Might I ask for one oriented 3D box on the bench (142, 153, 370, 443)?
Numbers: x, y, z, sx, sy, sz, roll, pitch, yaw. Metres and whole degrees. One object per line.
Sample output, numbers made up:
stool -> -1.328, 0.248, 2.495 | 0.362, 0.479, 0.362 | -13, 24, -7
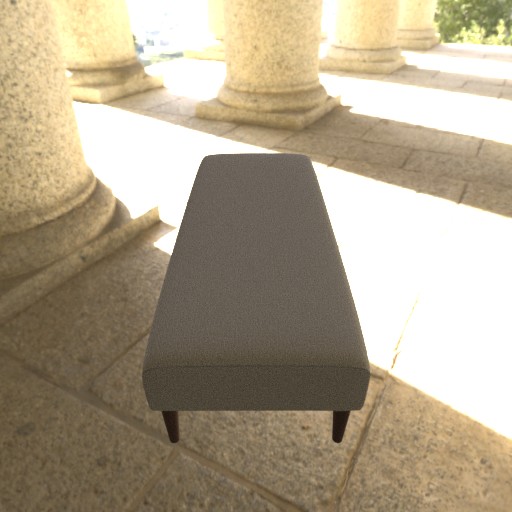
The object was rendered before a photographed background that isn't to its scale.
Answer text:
bench -> 0.000, 0.000, 1.920 | 0.646, 0.393, 1.609 | 0, 33, 0
